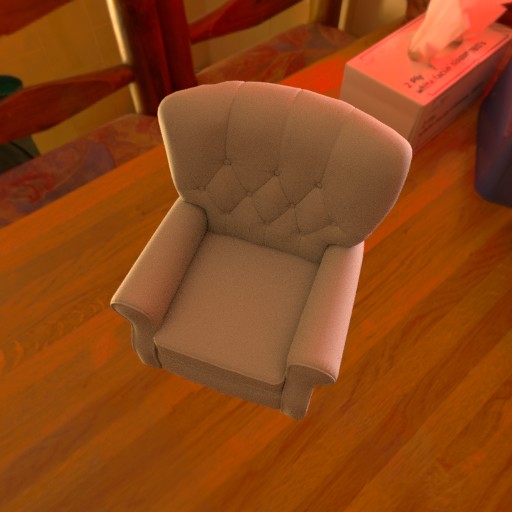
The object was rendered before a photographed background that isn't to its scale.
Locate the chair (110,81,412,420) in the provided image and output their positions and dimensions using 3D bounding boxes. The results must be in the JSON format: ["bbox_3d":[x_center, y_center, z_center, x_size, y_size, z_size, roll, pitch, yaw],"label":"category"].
[{"bbox_3d":[0.000,0.000,2.127,1.090,1.217,1.128,16,58,11],"label":"chair"}]
